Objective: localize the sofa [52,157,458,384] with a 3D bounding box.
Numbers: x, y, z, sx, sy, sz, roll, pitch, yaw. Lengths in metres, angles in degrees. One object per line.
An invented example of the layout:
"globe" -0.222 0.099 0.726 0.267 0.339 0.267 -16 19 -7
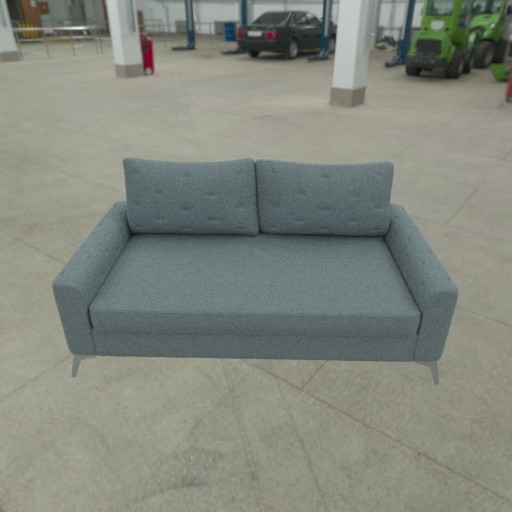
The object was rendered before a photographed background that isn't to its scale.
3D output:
"sofa" 0.000 0.000 2.153 1.650 0.790 0.920 1 29 1
